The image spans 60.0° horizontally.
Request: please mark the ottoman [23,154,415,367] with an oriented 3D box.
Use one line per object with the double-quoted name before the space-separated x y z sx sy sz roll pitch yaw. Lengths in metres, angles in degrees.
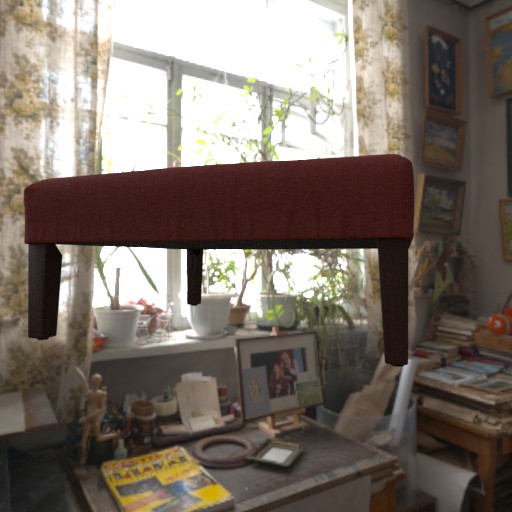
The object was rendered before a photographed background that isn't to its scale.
"ottoman" 0.000 0.000 1.343 0.890 0.411 0.889 0 0 19
